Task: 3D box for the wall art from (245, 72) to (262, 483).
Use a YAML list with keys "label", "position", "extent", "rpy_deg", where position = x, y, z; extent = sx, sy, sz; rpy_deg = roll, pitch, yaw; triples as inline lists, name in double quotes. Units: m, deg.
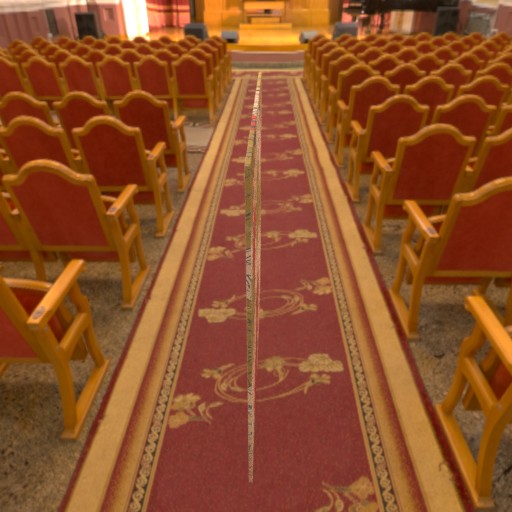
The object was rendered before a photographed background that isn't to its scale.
- label: "wall art"
  position: [0.000, 0.000, 1.822]
  extent: [0.013, 1.218, 1.206]
  rpy_deg: [1, 32, 2]
